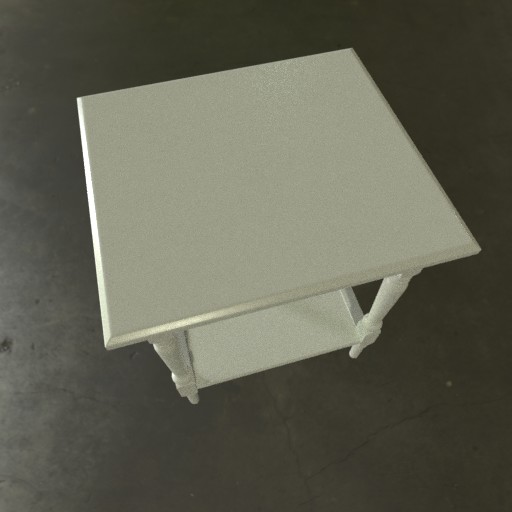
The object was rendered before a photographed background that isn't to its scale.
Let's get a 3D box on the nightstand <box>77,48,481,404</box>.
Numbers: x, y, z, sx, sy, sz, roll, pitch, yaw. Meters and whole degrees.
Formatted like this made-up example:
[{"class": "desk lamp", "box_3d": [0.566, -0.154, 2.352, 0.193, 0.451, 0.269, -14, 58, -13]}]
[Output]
[{"class": "nightstand", "box_3d": [0.000, 0.000, 0.911, 0.505, 0.555, 0.459, -14, 60, -8]}]
